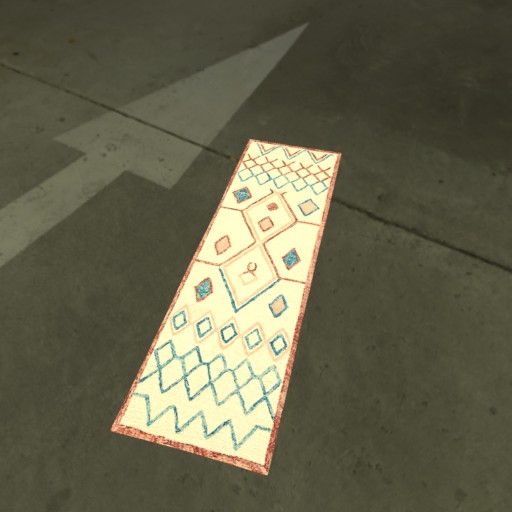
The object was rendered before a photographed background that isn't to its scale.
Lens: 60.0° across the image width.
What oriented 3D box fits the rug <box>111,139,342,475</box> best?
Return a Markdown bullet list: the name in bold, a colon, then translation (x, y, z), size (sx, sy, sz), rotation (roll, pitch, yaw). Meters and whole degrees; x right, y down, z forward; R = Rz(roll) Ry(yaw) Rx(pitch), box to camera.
- **rug**: translation (0.000, 0.000, 2.766), size (0.750, 0.011, 2.435), rotation (11, 49, 10)
